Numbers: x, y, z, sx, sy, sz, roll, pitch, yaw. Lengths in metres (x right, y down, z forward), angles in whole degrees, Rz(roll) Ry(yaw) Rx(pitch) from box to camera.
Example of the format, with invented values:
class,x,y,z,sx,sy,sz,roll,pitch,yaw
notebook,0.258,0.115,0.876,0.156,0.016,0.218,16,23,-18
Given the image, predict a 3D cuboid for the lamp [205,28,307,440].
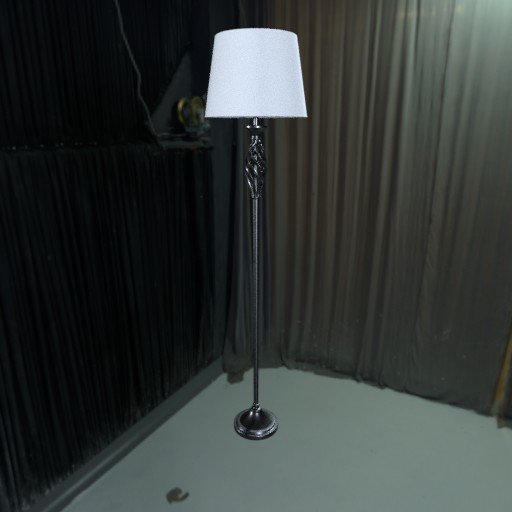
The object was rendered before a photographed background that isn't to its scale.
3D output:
class,x,y,z,sx,sy,sz,roll,pitch,yaw
lamp,0.000,0.000,1.804,0.379,1.623,0.379,0,17,0
